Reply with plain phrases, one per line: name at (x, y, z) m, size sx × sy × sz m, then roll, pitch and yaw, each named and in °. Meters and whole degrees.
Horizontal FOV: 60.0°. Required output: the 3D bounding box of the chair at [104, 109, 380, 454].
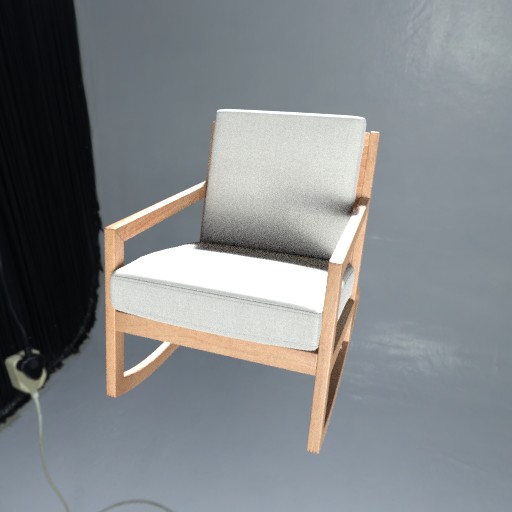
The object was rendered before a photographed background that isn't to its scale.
chair at (0.000, 0.000, 1.421) m, size 0.622 × 0.790 × 0.857 m, roll 9°, pitch 28°, yaw 17°
